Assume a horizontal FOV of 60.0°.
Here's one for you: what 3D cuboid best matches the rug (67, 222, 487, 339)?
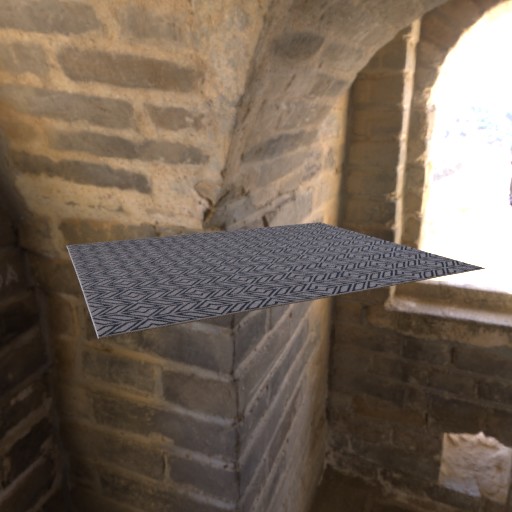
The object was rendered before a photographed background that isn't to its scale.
[{"bbox_3d":[0.000,0.000,4.043,3.045,0.008,2.421,-7,16,-25],"label":"rug"}]
